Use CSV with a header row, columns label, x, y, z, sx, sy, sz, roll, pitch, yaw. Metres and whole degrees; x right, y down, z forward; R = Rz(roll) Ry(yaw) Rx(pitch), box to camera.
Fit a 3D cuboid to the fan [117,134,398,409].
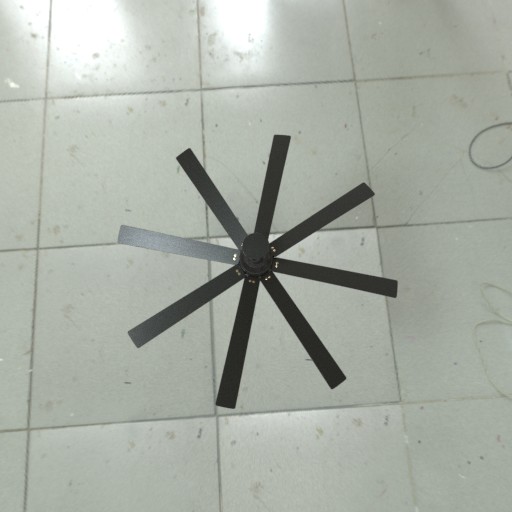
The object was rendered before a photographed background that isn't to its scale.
label,x,y,z,sx,sy,sz,roll,pitch,yaw
fan,0.000,0.000,2.725,1.830,0.472,1.830,-33,78,-8
